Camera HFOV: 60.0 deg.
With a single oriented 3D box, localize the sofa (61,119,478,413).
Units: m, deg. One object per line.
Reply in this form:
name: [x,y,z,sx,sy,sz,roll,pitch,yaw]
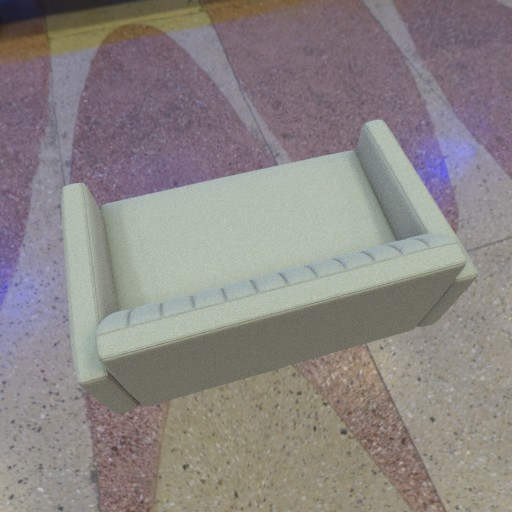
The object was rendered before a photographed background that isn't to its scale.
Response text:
sofa: [0.000,0.000,2.077,1.585,0.801,0.950,-14,60,-8]
